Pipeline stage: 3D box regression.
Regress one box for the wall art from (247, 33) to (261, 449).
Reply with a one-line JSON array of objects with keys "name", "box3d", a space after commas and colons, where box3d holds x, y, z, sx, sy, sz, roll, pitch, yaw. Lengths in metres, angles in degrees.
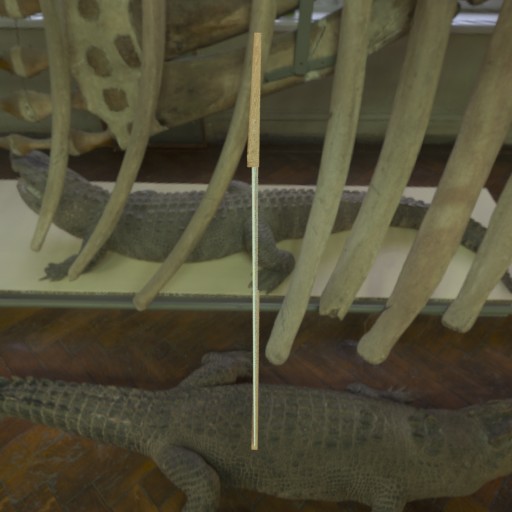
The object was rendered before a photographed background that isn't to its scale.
[{"name": "wall art", "box3d": [0.000, 0.000, 1.934, 0.028, 1.533, 0.999, 1, 42, 1]}]
